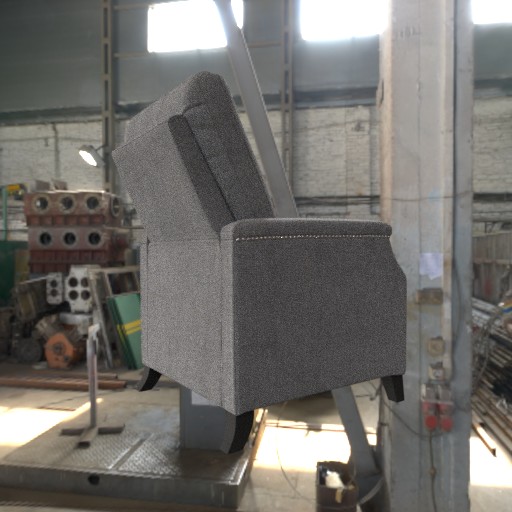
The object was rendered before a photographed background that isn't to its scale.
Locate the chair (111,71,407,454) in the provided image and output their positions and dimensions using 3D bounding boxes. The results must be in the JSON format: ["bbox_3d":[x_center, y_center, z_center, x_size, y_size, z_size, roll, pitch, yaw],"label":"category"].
[{"bbox_3d":[0.000,0.000,1.641,0.922,1.049,0.710,0,0,-35],"label":"chair"}]
